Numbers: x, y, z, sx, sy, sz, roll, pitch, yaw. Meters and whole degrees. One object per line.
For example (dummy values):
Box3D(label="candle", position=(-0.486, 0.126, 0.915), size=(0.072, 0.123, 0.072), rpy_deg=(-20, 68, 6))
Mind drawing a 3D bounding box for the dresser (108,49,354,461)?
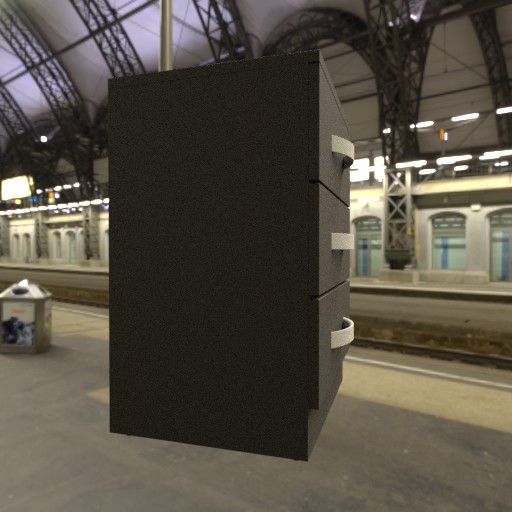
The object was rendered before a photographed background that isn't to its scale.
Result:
Box3D(label="dresser", position=(0.000, 0.000, 0.835), size=(0.360, 0.560, 0.400), rpy_deg=(0, 1, 18))
